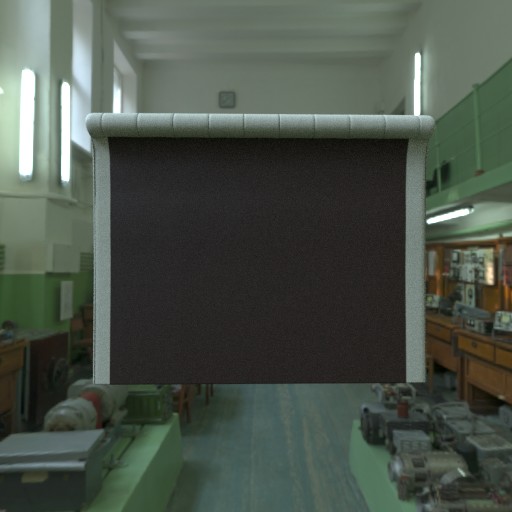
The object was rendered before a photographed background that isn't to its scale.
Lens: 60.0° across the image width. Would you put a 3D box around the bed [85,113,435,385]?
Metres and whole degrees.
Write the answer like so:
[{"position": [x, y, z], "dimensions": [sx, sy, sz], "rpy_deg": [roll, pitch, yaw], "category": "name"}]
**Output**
[{"position": [0.000, 0.000, 3.249], "dimensions": [1.606, 1.268, 2.493], "rpy_deg": [0, -1, -1], "category": "bed"}]
